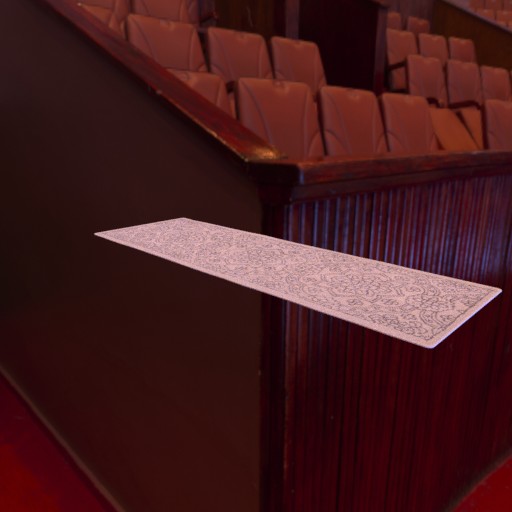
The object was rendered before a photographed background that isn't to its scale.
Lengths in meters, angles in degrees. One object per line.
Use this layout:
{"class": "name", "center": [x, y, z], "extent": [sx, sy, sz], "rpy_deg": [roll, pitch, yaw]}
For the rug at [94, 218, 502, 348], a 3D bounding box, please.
{"class": "rug", "center": [0.000, 0.000, 2.597], "extent": [2.431, 0.006, 0.806], "rpy_deg": [15, 22, 42]}
